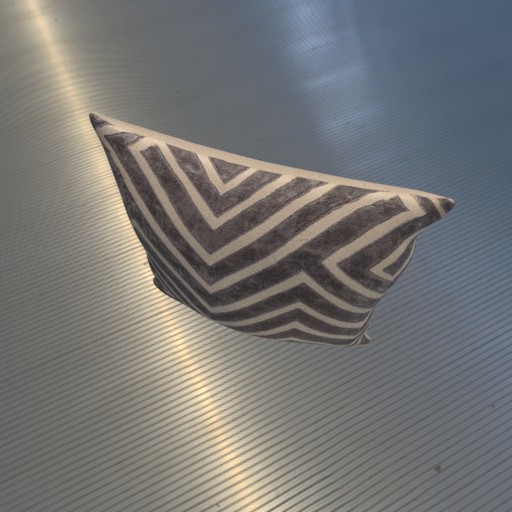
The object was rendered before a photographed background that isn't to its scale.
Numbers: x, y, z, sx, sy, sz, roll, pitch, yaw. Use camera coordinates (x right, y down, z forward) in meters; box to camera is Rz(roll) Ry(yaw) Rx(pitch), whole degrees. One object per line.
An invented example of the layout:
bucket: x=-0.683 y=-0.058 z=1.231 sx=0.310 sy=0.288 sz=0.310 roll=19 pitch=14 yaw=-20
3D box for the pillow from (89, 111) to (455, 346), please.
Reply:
pillow: x=0.000 y=0.000 z=0.676 sx=0.440 sy=0.441 sz=0.182 roll=15 pitch=60 yaw=9
